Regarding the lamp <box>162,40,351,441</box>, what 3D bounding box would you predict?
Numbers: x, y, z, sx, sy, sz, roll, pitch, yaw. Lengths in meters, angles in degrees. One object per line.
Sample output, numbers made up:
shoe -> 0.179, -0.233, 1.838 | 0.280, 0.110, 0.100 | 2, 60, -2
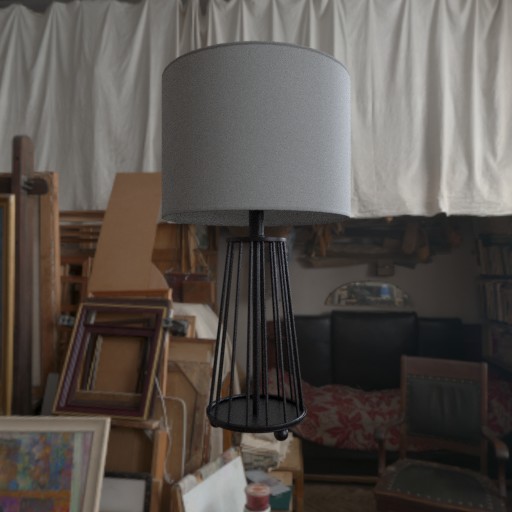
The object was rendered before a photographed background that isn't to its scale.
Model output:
lamp -> 0.000, 0.000, 0.771 | 0.322, 0.593, 0.322 | 0, 0, -35
